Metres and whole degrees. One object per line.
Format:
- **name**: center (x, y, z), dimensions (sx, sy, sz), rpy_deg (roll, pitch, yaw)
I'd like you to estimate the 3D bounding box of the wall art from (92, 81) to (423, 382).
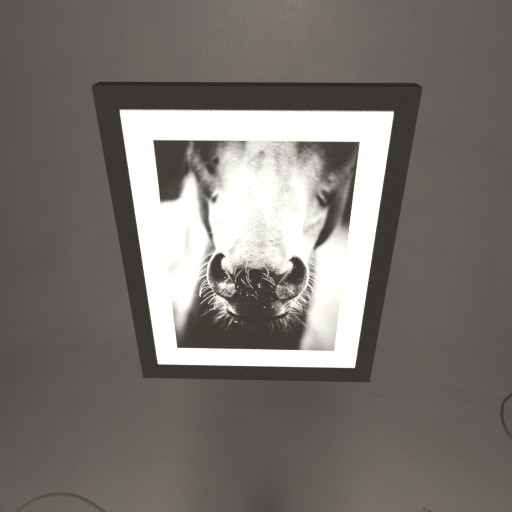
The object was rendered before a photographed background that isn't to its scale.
- **wall art**: center (0.000, 0.000, 0.552), dimensions (0.329, 0.404, 0.024), rpy_deg (1, 30, 1)
